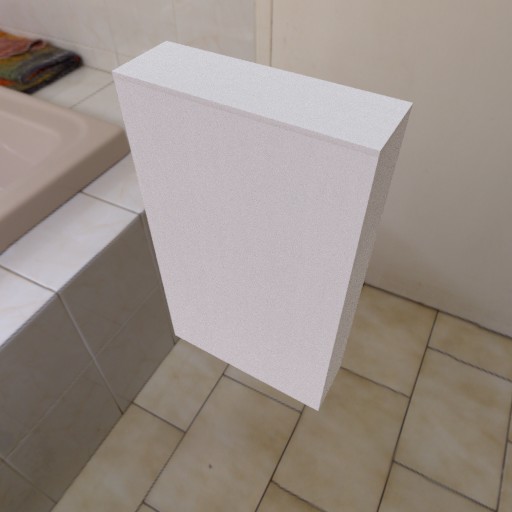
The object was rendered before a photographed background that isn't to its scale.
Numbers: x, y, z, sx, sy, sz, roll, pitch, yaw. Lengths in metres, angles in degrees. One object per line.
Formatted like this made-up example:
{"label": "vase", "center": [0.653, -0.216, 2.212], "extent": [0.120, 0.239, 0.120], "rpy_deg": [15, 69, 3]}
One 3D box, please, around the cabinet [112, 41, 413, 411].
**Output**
{"label": "cabinet", "center": [0.000, 0.000, 1.601], "extent": [0.750, 1.280, 0.250], "rpy_deg": [23, 51, 20]}
